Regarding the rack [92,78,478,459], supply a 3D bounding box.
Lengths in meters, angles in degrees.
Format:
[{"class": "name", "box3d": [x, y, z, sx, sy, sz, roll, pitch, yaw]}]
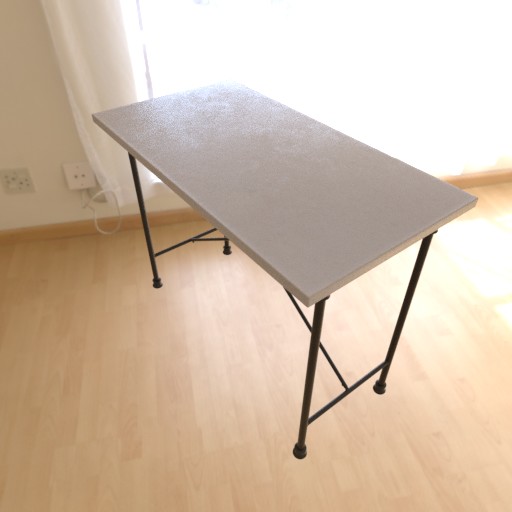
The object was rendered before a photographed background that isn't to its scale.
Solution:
[{"class": "rack", "box3d": [0.000, 0.000, 1.677, 0.613, 0.880, 1.159, -26, 47, -27]}]
